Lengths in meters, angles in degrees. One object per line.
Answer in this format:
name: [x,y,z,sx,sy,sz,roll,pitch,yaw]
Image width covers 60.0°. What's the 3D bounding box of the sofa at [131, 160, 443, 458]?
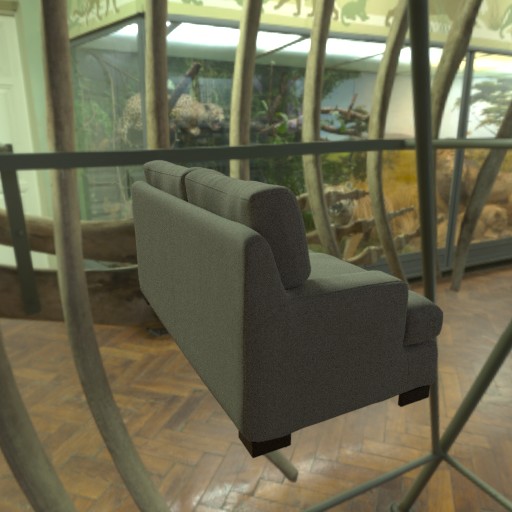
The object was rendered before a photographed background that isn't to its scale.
sofa: [0.000,0.000,2.447,0.962,0.980,1.855,-8,17,-25]
